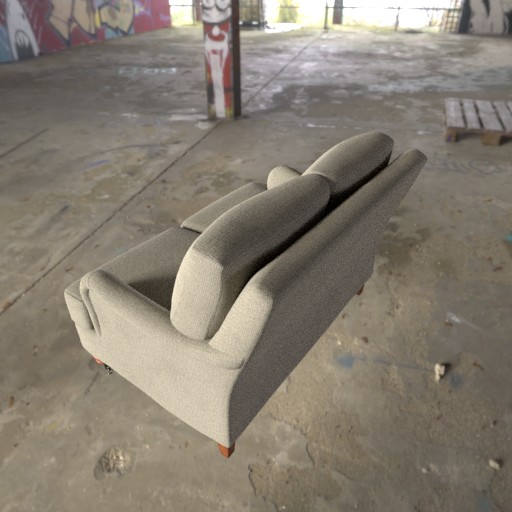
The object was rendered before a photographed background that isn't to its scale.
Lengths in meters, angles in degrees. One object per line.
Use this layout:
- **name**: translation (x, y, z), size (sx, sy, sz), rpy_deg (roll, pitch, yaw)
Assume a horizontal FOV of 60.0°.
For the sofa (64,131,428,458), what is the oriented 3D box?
- **sofa**: translation (0.000, 0.000, 2.145), size (1.087, 0.999, 1.480), rpy_deg (20, 37, 29)
